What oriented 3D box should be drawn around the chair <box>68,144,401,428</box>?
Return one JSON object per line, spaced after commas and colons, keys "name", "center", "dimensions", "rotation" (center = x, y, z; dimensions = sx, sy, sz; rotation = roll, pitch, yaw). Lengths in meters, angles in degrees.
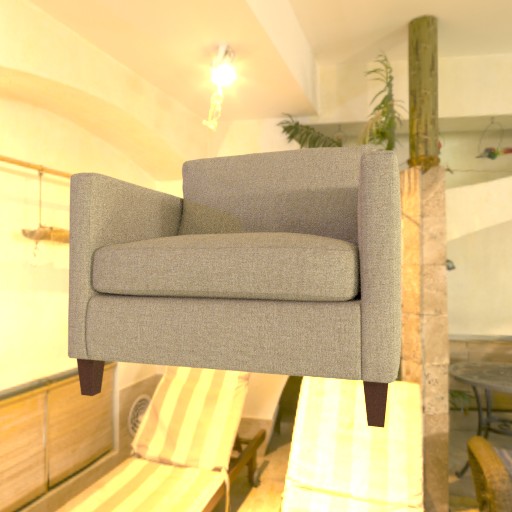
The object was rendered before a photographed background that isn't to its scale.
{"name": "chair", "center": [0.000, 0.000, 1.777], "dimensions": [1.107, 0.961, 0.959], "rotation": [0, -1, 18]}
